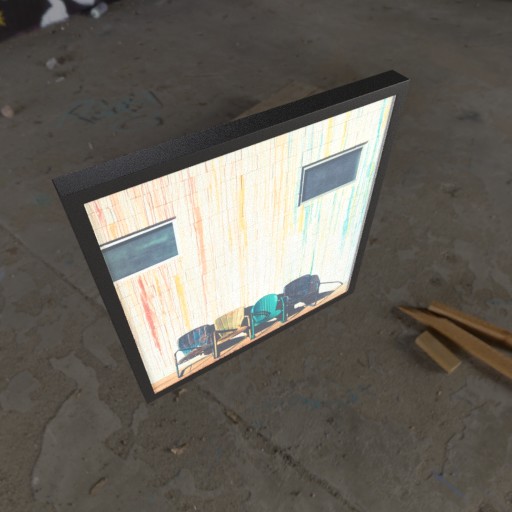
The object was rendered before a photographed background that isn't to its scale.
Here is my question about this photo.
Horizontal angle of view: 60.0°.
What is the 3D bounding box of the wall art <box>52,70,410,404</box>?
[{"bbox_3d":[0.000,0.000,0.753,0.506,0.506,0.037,-25,52,-21],"label":"wall art"}]
